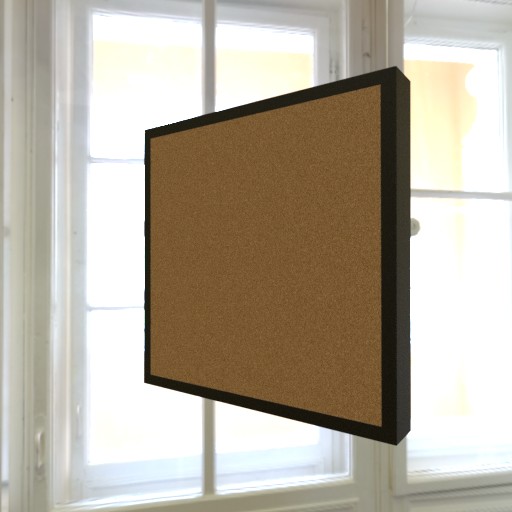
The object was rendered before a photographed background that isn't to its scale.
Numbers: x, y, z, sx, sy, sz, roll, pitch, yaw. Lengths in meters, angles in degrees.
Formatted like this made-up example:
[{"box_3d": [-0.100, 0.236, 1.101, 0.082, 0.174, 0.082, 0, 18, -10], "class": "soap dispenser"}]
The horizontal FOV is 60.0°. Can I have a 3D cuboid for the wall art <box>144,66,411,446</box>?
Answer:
[{"box_3d": [0.000, 0.000, 0.458, 0.304, 0.304, 0.038, 0, 0, 36], "class": "wall art"}]
